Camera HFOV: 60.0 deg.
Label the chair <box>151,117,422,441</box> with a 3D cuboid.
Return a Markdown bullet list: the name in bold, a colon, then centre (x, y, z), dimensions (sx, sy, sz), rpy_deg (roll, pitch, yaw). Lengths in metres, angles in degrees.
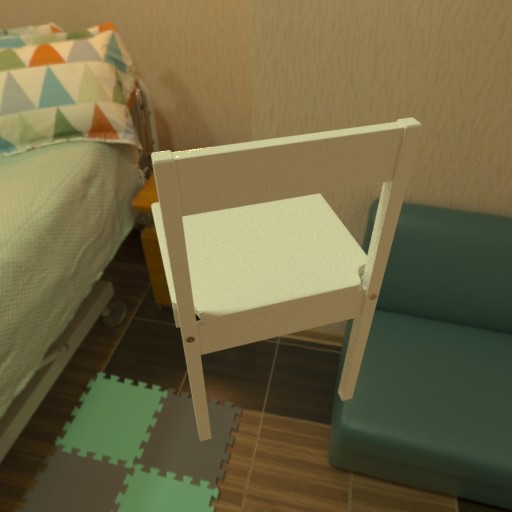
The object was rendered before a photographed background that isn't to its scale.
- **chair**: centre (0.000, 0.000, 0.896), dimensions (0.367, 0.668, 0.361), rpy_deg (-11, 42, -13)
